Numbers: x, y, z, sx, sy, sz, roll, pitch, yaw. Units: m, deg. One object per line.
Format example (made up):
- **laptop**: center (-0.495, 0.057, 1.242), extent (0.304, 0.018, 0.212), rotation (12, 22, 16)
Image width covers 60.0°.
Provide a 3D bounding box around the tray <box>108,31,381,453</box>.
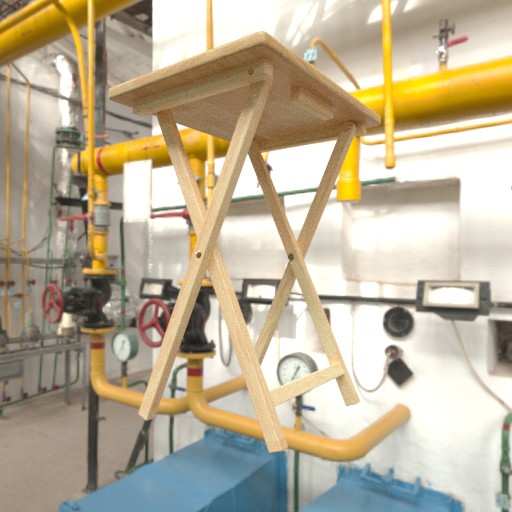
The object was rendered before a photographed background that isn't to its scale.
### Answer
- **tray**: center (0.000, 0.000, 0.954), extent (0.381, 0.660, 0.483), rotation (-1, -1, 36)
